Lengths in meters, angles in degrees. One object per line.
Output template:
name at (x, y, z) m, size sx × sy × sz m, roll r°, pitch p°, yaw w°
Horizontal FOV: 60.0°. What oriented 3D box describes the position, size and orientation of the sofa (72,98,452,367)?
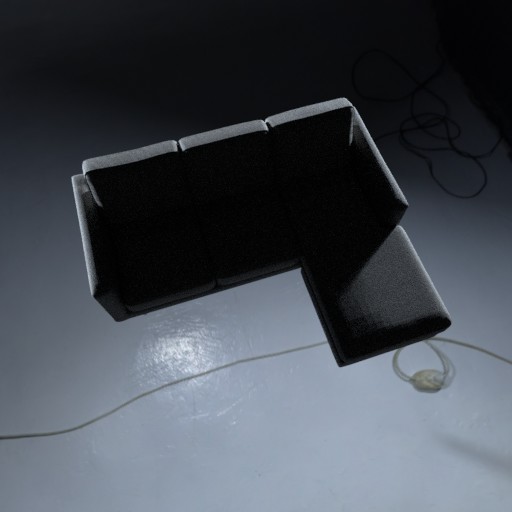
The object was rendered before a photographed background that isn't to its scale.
sofa at (0.000, 0.000, 2.938) m, size 2.055 × 0.957 × 1.667 m, roll -16°, pitch 65°, yaw -8°
